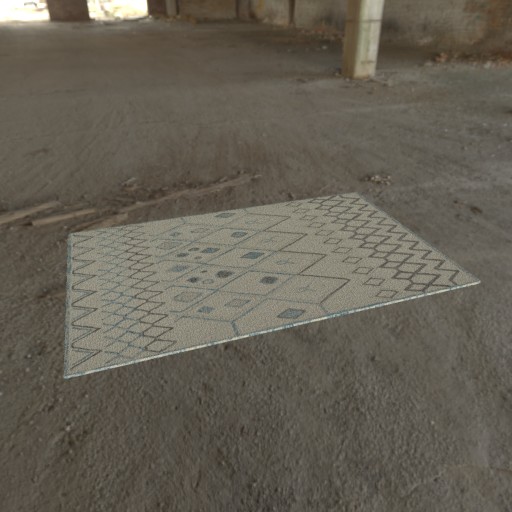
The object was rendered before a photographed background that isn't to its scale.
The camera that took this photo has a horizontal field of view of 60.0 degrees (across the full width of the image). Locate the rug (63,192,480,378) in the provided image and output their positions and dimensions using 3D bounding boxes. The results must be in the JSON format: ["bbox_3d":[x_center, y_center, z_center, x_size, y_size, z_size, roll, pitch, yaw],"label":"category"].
[{"bbox_3d":[0.000,0.000,3.032,2.439,0.015,1.524,-10,32,-16],"label":"rug"}]
